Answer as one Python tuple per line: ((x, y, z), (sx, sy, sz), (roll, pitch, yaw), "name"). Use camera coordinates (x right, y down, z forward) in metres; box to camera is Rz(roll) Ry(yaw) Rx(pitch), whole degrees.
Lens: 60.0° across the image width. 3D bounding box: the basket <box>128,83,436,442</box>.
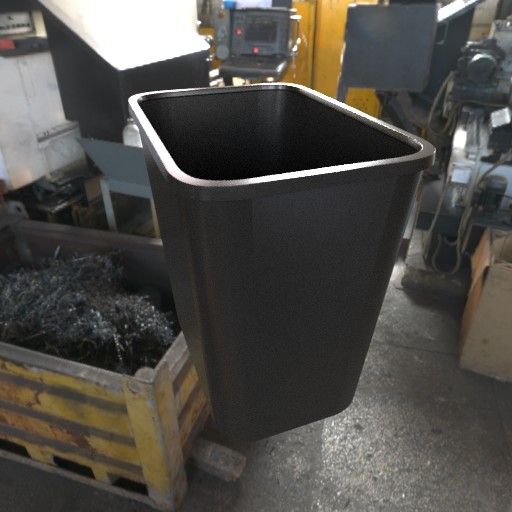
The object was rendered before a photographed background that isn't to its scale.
((0.000, 0.000, 0.498), (0.211, 0.307, 0.300), (-11, 34, -17), "basket")
